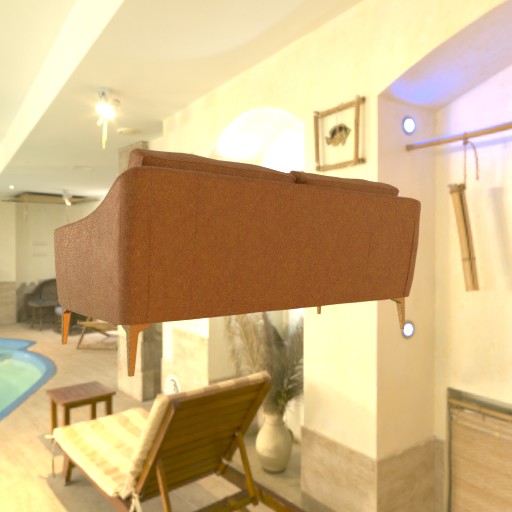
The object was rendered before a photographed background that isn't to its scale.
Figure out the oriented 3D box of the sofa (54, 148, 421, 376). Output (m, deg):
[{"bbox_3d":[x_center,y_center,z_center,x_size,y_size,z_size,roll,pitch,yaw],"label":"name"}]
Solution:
[{"bbox_3d":[0.000,0.000,2.602,2.036,0.945,0.981,0,1,-37],"label":"sofa"}]
